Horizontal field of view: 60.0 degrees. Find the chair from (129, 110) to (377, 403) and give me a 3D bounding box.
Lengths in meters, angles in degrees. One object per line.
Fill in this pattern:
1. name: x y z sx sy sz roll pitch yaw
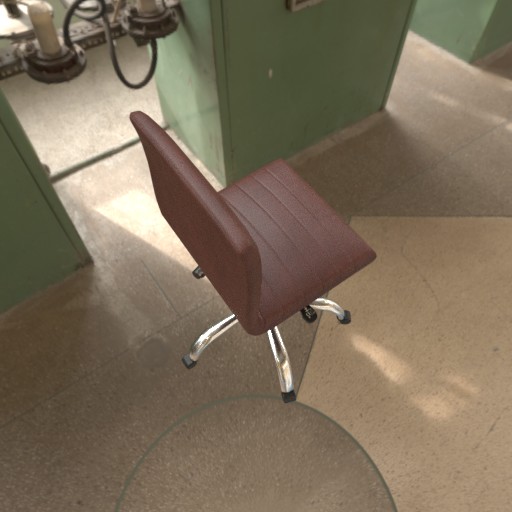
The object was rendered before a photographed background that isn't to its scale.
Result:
1. chair: 0.000 0.000 1.116 0.530 0.780 0.556 -30 62 -18
